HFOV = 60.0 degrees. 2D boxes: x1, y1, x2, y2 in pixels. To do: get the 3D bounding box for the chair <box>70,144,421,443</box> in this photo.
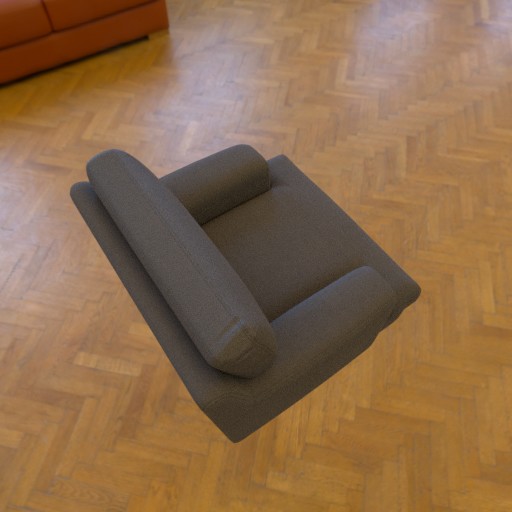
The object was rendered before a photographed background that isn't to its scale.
[{"bbox_3d":[0.000,0.000,2.010,1.143,0.940,1.168,-30,62,-18],"label":"chair"}]
